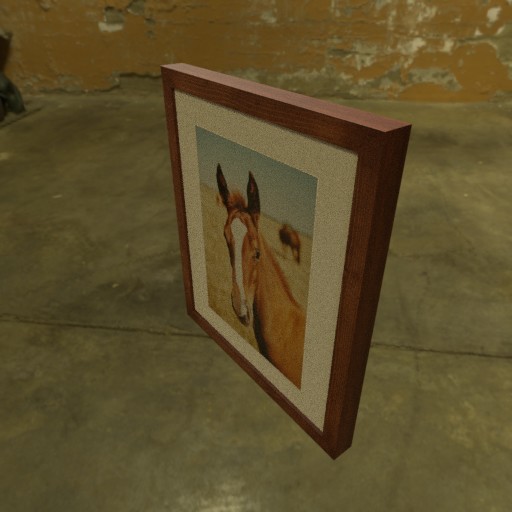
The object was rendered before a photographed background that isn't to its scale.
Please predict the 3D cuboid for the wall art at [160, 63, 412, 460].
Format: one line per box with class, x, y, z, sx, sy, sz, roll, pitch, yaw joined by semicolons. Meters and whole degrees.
wall art;0.000;0.000;0.526;0.030;0.381;0.330;-23;39;-31
